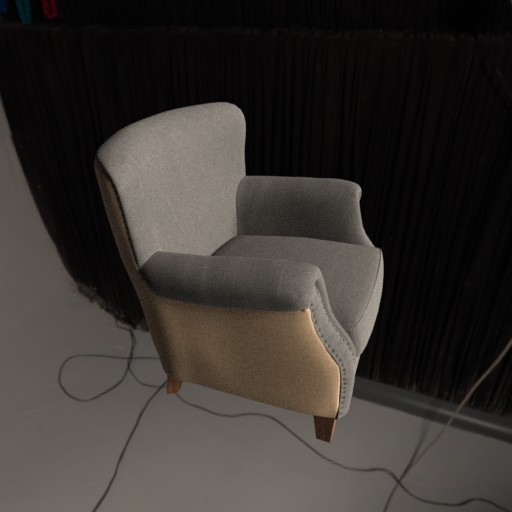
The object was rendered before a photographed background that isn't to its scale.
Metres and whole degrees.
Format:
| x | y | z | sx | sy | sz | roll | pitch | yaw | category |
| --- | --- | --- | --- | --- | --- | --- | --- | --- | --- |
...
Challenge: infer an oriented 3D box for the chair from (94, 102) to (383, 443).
| x | y | z | sx | sy | sz | roll | pitch | yaw | category |
| --- | --- | --- | --- | --- | --- | --- | --- | --- | --- |
| 0.000 | 0.000 | 1.639 | 0.921 | 0.936 | 0.861 | 11 | 32 | 18 | chair |
